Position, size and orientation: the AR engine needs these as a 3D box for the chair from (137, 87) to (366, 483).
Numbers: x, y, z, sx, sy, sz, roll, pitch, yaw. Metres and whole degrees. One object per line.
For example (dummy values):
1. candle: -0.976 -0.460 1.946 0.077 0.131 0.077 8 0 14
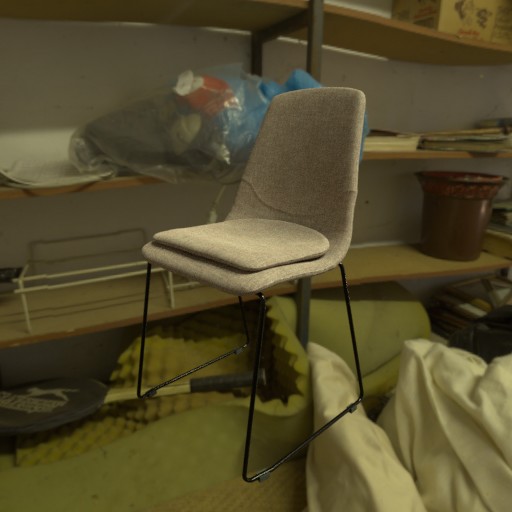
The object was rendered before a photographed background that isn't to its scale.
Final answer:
1. chair: 0.000 0.000 1.167 0.479 0.858 0.518 16 23 42
